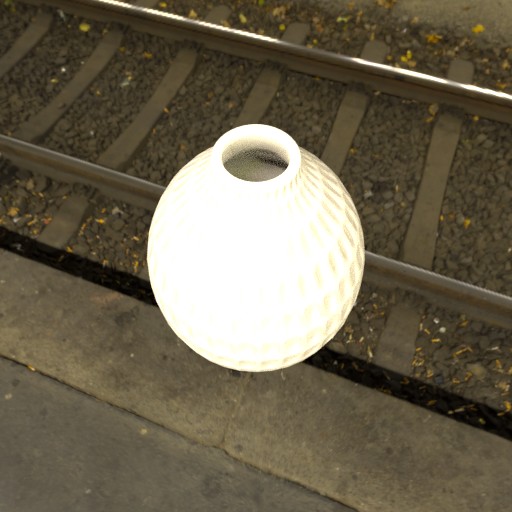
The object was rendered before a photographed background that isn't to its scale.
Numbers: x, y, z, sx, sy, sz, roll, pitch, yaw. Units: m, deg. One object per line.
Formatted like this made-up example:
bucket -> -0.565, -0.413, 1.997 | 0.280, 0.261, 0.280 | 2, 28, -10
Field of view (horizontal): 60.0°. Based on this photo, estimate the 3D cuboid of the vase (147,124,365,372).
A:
vase -> 0.000, 0.000, 0.339 | 0.162, 0.223, 0.162 | 0, 60, 0
